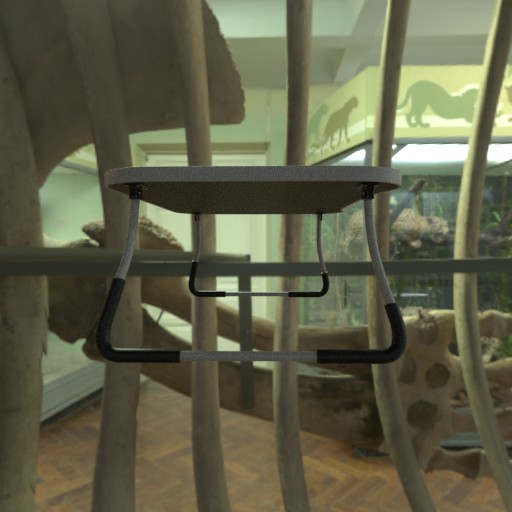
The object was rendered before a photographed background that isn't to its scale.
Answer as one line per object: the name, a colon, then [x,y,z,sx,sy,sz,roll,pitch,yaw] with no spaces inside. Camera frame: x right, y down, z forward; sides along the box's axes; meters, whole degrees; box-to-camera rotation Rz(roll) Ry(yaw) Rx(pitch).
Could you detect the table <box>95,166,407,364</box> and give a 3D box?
table: [0.000,0.000,0.832,0.400,0.232,0.660,0,1,1]
